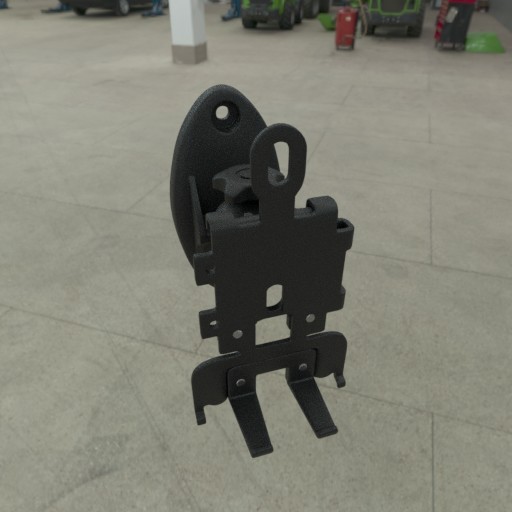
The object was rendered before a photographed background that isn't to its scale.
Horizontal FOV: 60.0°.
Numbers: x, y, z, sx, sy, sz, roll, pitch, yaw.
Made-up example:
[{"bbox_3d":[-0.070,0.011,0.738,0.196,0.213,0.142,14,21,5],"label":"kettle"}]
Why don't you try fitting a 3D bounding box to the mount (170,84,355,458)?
[{"bbox_3d":[0.000,0.000,0.175,0.066,0.118,0.100,-10,35,-14],"label":"mount"}]
